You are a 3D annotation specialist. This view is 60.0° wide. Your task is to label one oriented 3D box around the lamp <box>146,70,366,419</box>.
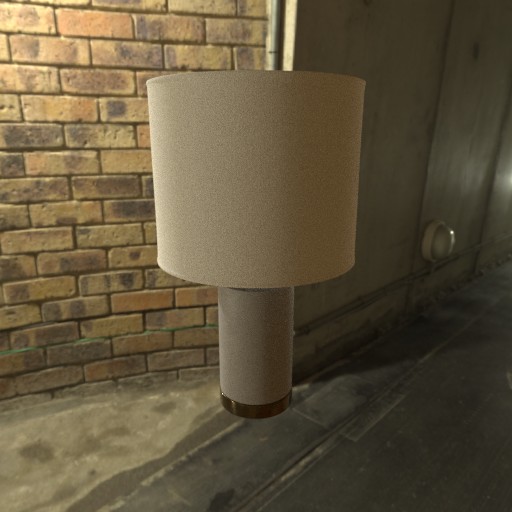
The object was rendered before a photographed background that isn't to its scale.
[{"bbox_3d":[0.000,0.000,0.525,0.229,0.380,0.229,0,15,0],"label":"lamp"}]
